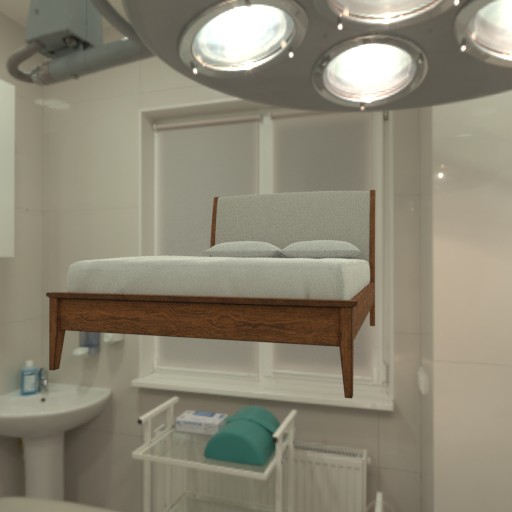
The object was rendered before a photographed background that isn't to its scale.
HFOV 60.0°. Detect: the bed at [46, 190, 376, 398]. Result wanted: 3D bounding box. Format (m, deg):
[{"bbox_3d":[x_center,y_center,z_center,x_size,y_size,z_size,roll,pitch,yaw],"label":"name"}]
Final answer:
[{"bbox_3d":[0.000,0.000,2.965,1.502,1.135,2.108,0,0,18],"label":"bed"}]
